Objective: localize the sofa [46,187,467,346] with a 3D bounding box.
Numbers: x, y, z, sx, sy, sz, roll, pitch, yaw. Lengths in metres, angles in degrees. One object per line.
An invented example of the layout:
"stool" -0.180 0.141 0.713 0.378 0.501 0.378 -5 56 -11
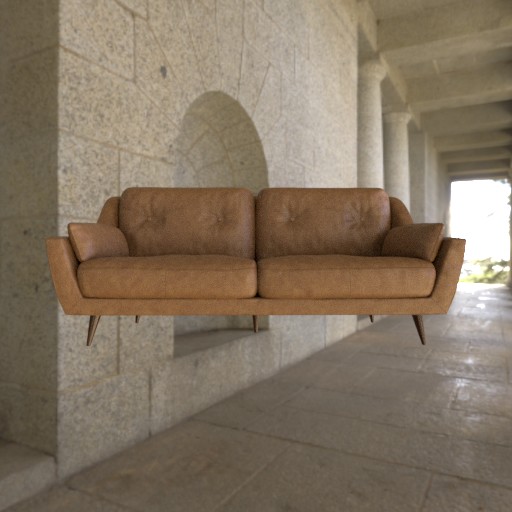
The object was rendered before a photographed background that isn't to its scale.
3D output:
"sofa" 0.000 0.000 2.413 1.902 0.839 0.904 0 0 -1
